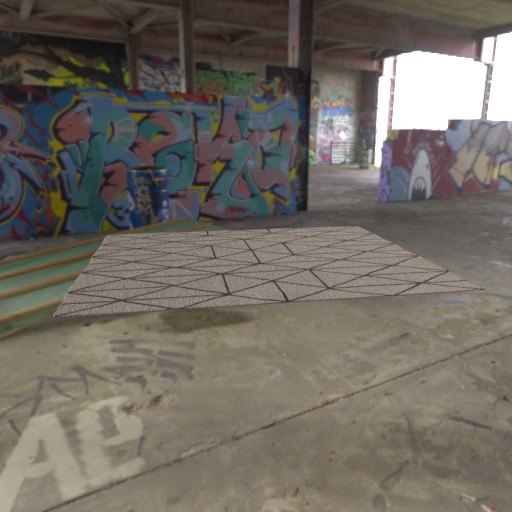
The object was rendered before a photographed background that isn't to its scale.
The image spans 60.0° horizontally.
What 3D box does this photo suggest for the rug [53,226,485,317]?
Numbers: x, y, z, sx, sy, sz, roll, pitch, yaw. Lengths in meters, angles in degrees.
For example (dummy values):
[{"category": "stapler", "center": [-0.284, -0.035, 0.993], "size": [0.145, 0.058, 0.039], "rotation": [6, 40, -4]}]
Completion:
[{"category": "rug", "center": [0.000, 0.000, 4.205], "size": [3.061, 0.022, 2.468], "rotation": [-3, 15, -10]}]
